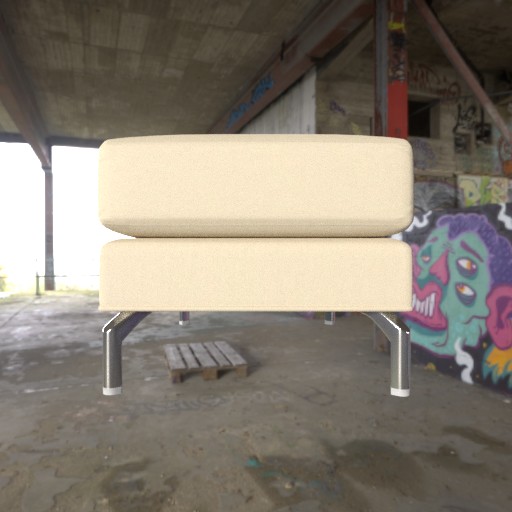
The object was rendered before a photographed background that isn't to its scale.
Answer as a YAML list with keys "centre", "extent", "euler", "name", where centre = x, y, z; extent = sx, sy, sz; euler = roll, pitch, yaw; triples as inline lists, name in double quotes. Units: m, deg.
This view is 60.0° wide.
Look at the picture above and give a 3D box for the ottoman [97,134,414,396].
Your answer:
- centre: [0.000, 0.000, 1.198]
  extent: [0.581, 0.497, 0.835]
  euler: [0, 1, 0]
  name: "ottoman"
